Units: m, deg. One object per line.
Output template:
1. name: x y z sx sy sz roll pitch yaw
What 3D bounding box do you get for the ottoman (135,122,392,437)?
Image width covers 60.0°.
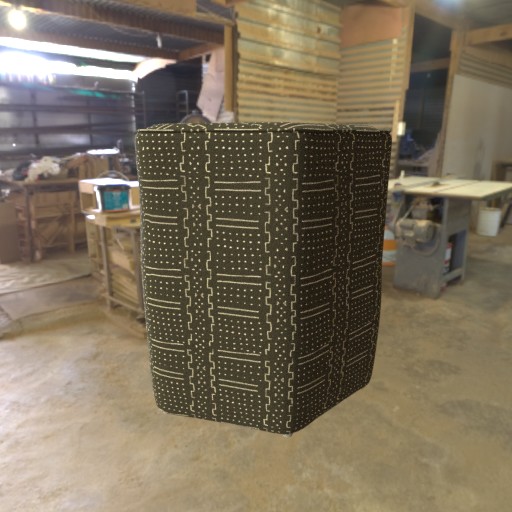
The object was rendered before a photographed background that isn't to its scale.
1. ottoman: 0.000 0.000 0.888 0.494 0.502 0.443 -14 20 -42
